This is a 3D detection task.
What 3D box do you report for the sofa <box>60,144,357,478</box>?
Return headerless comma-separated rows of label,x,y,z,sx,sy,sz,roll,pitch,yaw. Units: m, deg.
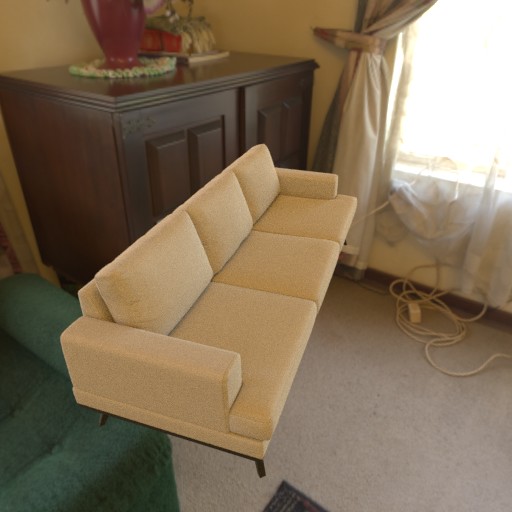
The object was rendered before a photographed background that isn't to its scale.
sofa,0.000,0.000,2.685,0.920,0.810,2.310,10,31,16
